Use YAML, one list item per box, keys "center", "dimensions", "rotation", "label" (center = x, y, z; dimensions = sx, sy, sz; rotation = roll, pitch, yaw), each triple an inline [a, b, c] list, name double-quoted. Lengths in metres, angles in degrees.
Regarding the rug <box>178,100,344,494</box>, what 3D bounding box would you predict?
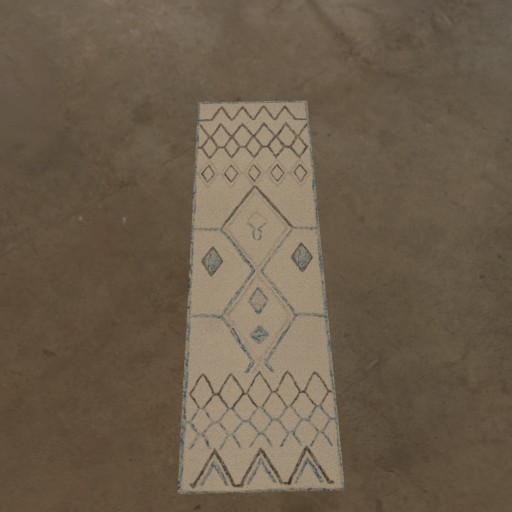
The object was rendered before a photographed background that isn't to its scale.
- center: [0.000, 0.000, 2.586]
  dimensions: [0.770, 0.013, 2.434]
  rotation: [-1, 63, -1]
  label: "rug"
